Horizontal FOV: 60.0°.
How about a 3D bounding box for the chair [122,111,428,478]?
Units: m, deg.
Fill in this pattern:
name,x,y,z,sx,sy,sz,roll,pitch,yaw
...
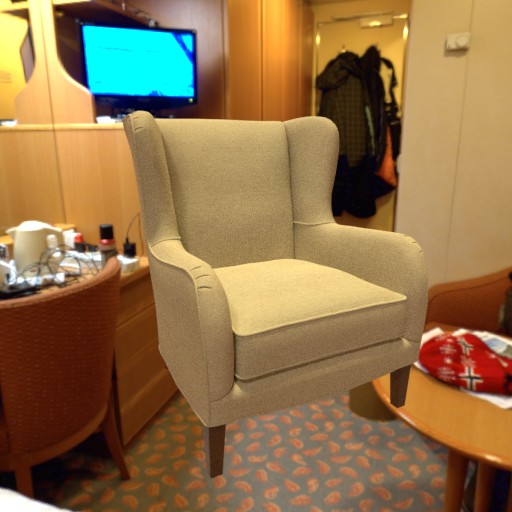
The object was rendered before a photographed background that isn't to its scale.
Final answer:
name,x,y,z,sx,sy,sz,roll,pitch,yaw
chair,0.000,0.000,1.675,0.838,1.040,0.966,-8,16,-27
